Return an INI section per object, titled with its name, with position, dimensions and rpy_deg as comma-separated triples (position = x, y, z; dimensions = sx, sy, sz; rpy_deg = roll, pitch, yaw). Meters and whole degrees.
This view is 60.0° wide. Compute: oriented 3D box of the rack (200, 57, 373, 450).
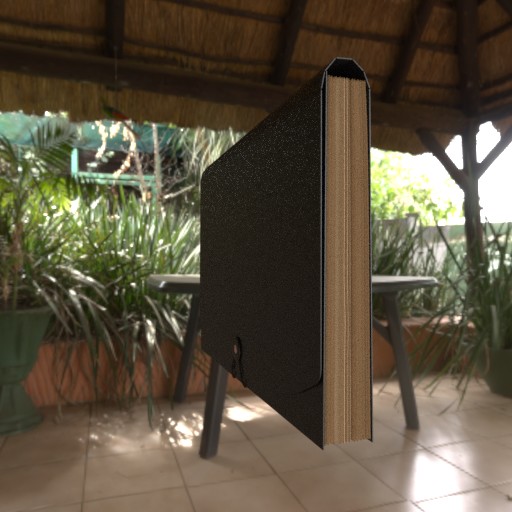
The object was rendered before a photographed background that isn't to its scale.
[rack]
position = 0.000, 0.000, 0.428
dimensions = 0.041, 0.241, 0.330
rpy_deg = 0, -1, -20
